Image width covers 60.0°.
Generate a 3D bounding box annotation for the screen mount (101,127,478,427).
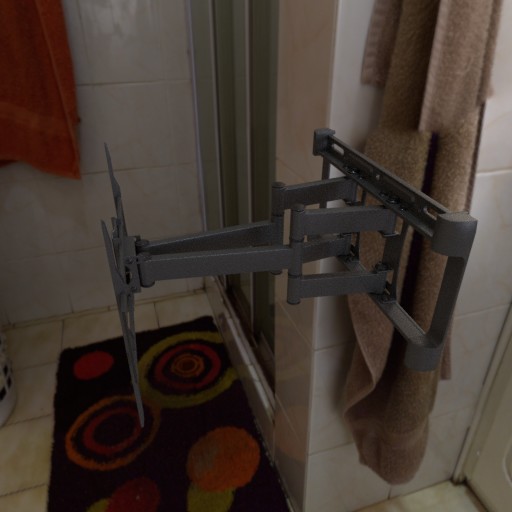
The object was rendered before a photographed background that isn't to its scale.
[{"bbox_3d":[0.000,0.000,0.938,0.556,0.424,0.571,-8,32,-14],"label":"screen mount"}]
